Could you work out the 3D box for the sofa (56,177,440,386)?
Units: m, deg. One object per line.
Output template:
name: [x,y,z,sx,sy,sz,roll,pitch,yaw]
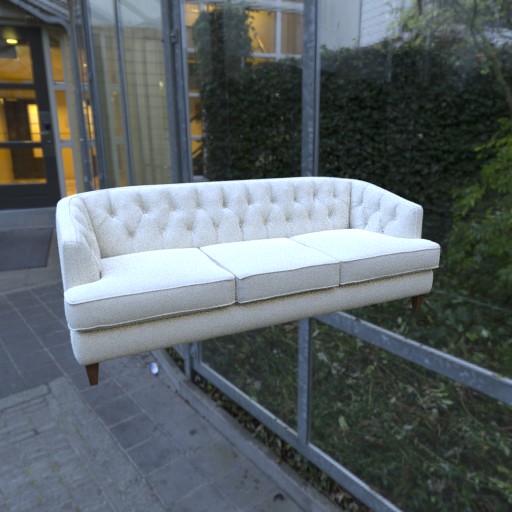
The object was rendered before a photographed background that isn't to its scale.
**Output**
sofa: [0.000,0.000,2.795,2.278,0.855,0.941,-8,18,-25]
